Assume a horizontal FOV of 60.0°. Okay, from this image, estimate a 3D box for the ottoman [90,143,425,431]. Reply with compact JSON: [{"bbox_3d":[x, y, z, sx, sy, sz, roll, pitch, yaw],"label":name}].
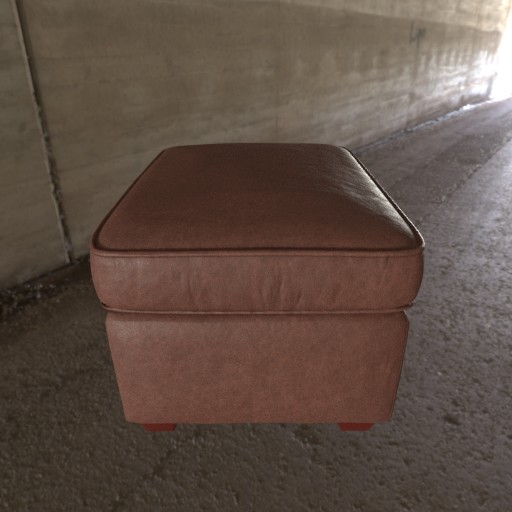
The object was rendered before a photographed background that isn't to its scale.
[{"bbox_3d":[0.000,0.000,1.070,0.548,0.449,0.749,0,26,0],"label":"ottoman"}]
